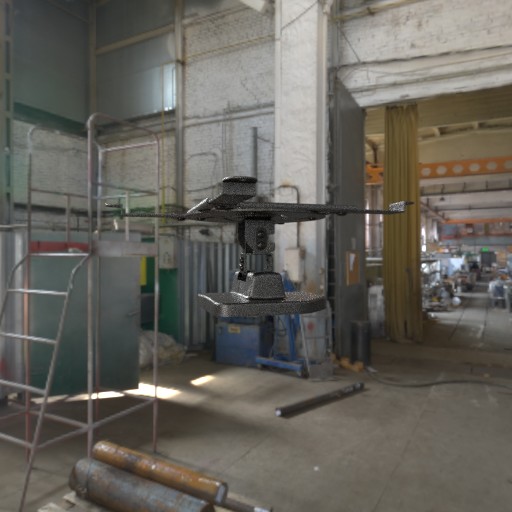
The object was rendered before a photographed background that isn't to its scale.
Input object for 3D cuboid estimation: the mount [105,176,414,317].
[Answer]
[{"bbox_3d":[0.000,0.000,0.602,0.394,0.141,0.394,0,0,-17],"label":"mount"}]
